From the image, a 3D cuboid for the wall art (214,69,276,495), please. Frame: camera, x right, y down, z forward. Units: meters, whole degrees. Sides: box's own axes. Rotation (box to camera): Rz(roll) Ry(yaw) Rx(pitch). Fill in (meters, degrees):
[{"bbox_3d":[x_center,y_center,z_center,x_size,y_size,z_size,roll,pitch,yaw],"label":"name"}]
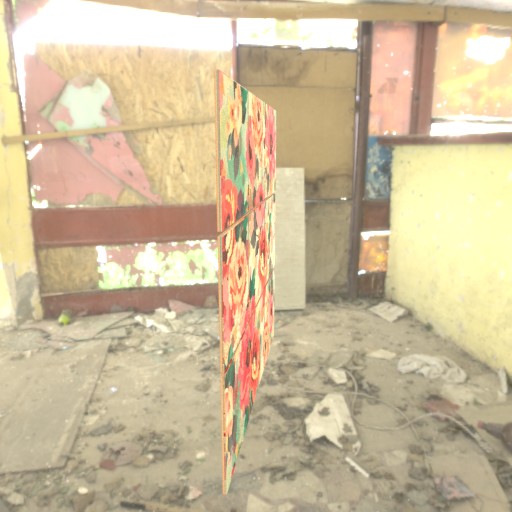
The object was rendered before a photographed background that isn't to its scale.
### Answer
[{"bbox_3d":[0.000,0.000,1.802,0.013,1.220,1.216,2,14,9],"label":"wall art"}]
